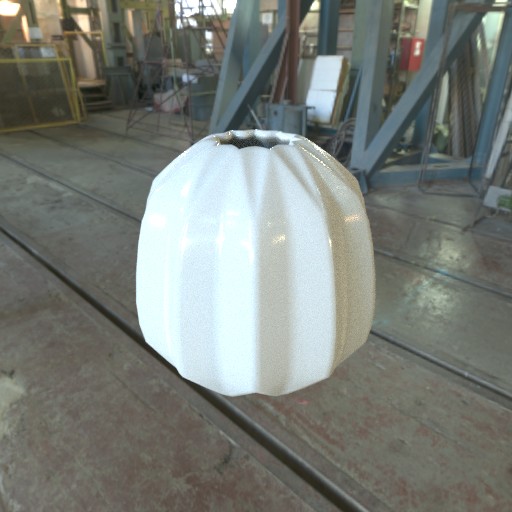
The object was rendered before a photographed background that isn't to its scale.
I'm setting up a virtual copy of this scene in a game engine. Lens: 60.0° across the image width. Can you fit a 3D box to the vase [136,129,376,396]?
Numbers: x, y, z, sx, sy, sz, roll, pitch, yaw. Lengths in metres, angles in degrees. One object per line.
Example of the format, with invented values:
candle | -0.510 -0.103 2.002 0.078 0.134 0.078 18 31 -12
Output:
vase | 0.000 0.000 0.256 0.139 0.134 0.139 0 26 0
